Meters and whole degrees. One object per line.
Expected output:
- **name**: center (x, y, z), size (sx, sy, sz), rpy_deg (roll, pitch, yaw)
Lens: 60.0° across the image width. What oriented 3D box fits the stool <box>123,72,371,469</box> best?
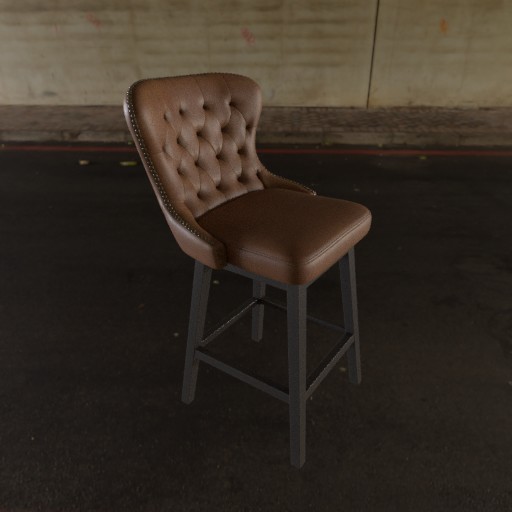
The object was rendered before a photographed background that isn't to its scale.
- **stool**: center (0.000, 0.000, 1.313), size (0.593, 0.971, 0.528), rpy_deg (17, 31, 31)
